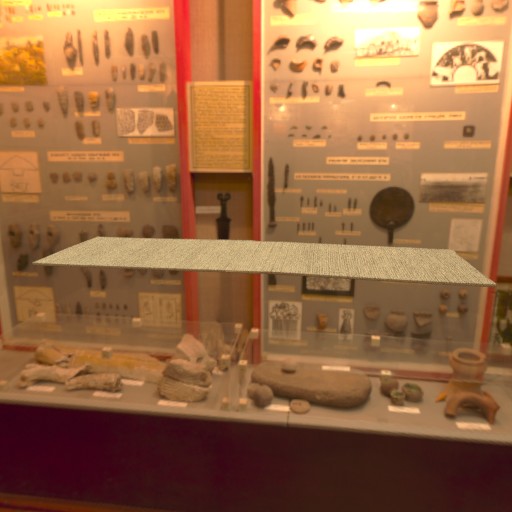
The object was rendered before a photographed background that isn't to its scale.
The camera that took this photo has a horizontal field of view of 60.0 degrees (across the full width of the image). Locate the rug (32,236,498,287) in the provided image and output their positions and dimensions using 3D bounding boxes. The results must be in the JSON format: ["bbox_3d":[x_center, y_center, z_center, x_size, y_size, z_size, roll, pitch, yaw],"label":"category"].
[{"bbox_3d":[0.000,0.000,2.508,2.320,0.032,0.692,2,14,9],"label":"rug"}]
